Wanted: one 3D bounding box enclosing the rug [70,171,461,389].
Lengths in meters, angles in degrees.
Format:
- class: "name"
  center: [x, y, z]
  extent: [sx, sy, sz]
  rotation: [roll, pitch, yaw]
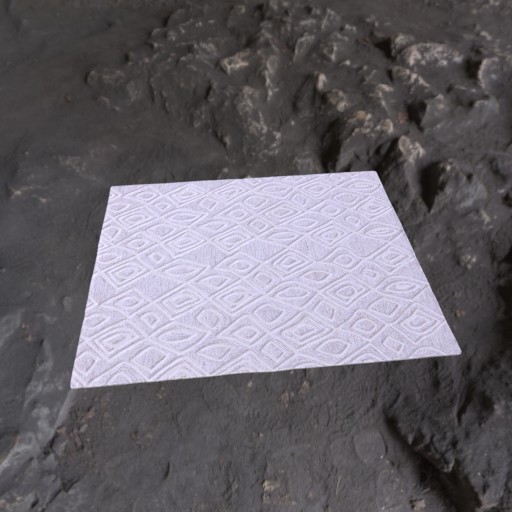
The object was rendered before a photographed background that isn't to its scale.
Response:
- class: "rug"
  center: [0.000, 0.000, 4.240]
  extent: [3.049, 0.025, 2.449]
  rotation: [-4, 47, -4]
